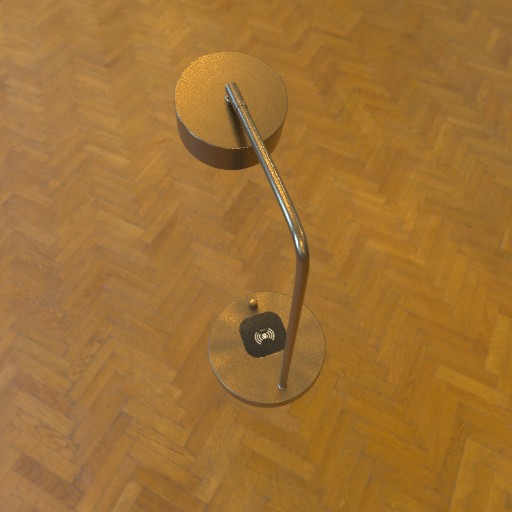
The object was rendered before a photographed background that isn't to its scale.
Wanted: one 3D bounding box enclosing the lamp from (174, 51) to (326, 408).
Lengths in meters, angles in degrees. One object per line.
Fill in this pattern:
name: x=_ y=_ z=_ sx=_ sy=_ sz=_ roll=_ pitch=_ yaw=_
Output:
lamp: x=0.000 y=0.000 z=0.529 sx=0.171 sy=0.380 sz=0.270 roll=-16 pitch=59 yaw=-10
